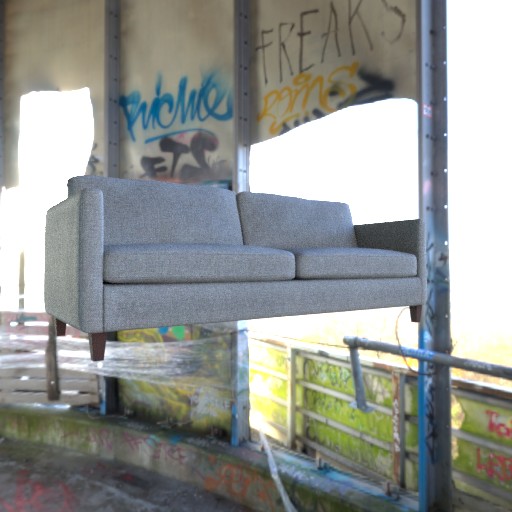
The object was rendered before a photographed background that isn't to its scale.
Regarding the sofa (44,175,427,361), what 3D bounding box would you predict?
[{"bbox_3d":[0.000,0.000,2.927,2.434,0.951,0.948,1,-1,-34],"label":"sofa"}]
